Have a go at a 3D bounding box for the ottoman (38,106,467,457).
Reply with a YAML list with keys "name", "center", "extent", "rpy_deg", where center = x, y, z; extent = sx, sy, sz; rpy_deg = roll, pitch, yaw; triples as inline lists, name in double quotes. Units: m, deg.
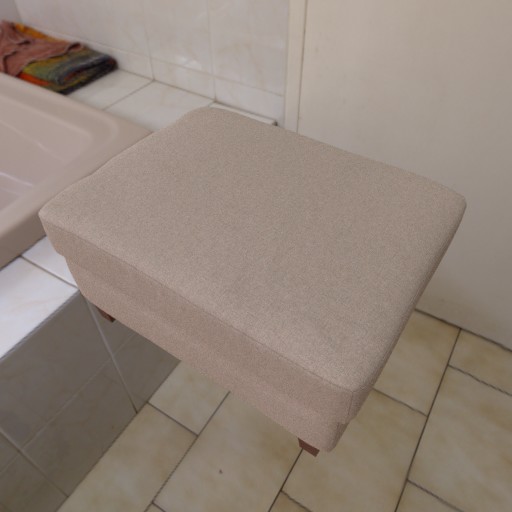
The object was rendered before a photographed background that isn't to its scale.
- name: "ottoman"
  center: [0.000, 0.000, 1.266]
  extent: [0.902, 0.511, 0.692]
  rpy_deg: [26, 51, 23]
